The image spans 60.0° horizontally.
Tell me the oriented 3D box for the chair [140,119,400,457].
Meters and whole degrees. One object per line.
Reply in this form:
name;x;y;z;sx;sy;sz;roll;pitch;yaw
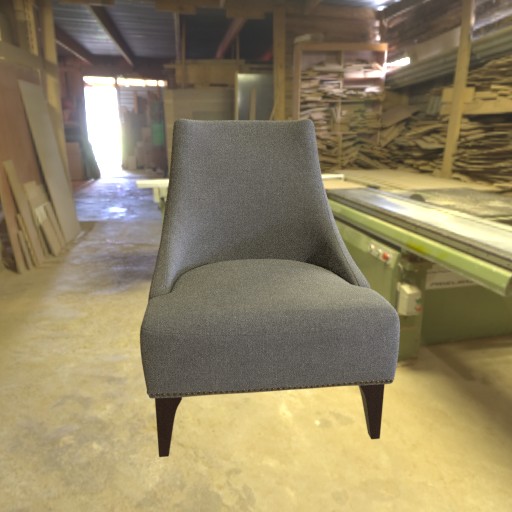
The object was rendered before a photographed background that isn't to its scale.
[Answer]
chair;0.000;0.000;1.507;0.701;0.909;0.861;-2;16;-7
